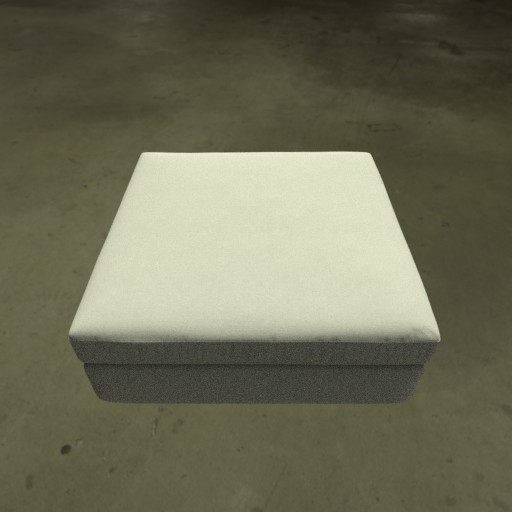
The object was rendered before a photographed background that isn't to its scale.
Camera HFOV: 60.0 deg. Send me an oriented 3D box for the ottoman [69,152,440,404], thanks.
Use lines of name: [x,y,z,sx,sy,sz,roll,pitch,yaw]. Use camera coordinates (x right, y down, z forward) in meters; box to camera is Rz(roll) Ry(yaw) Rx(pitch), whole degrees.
ottoman: [0.000,0.000,1.859,1.163,0.482,1.167,0,42,0]
